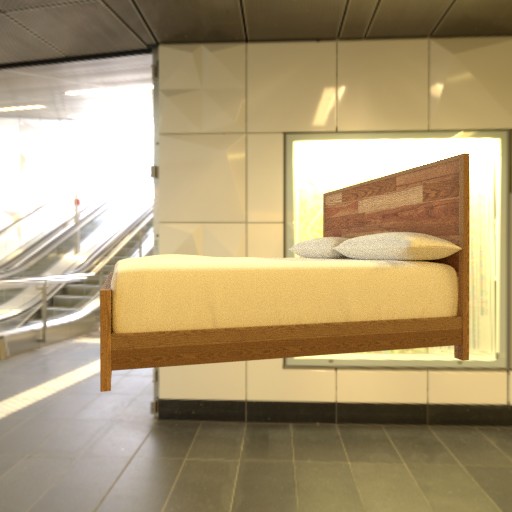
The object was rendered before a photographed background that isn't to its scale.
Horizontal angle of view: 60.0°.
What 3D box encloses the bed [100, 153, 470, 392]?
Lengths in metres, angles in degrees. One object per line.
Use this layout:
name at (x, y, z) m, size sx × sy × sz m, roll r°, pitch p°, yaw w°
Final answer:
bed at (0.000, 0.000, 3.419) m, size 2.184 × 1.295 × 2.013 m, roll 0°, pitch 1°, yaw -17°
